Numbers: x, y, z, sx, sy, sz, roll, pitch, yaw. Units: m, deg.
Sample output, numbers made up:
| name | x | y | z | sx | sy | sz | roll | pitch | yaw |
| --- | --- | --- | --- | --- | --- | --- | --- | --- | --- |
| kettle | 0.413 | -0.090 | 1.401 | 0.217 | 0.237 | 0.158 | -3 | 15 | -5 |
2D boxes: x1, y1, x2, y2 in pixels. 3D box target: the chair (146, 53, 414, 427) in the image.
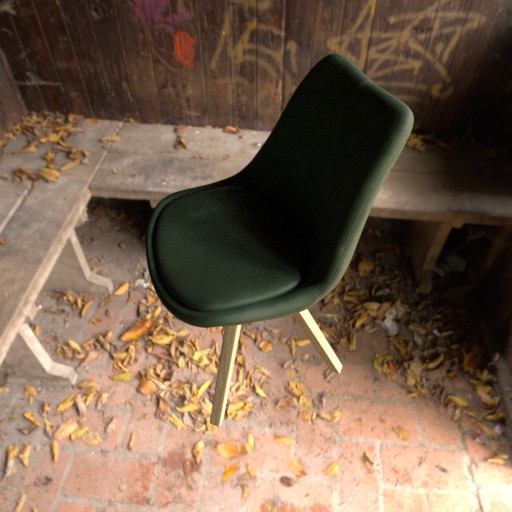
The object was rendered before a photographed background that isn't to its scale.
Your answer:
| name | x | y | z | sx | sy | sz | roll | pitch | yaw |
| --- | --- | --- | --- | --- | --- | --- | --- | --- | --- |
| chair | 0.000 | 0.000 | 1.160 | 0.547 | 0.865 | 0.483 | -17 | 50 | -15 |
